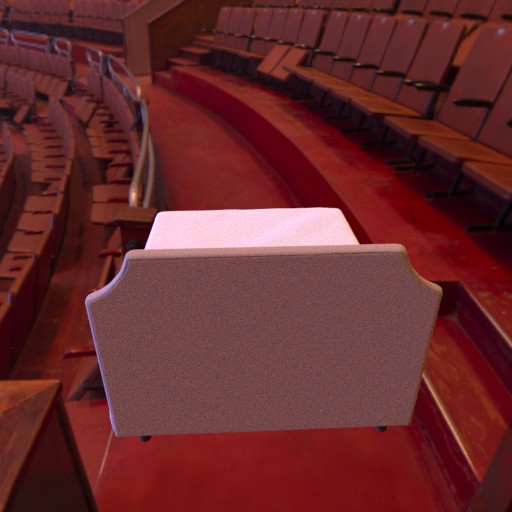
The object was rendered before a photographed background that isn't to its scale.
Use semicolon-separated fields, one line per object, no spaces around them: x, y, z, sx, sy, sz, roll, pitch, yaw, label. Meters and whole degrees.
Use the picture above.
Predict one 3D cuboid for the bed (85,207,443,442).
0.000;0.000;4.139;2.350;1.590;2.773;-1;29;-2;bed
